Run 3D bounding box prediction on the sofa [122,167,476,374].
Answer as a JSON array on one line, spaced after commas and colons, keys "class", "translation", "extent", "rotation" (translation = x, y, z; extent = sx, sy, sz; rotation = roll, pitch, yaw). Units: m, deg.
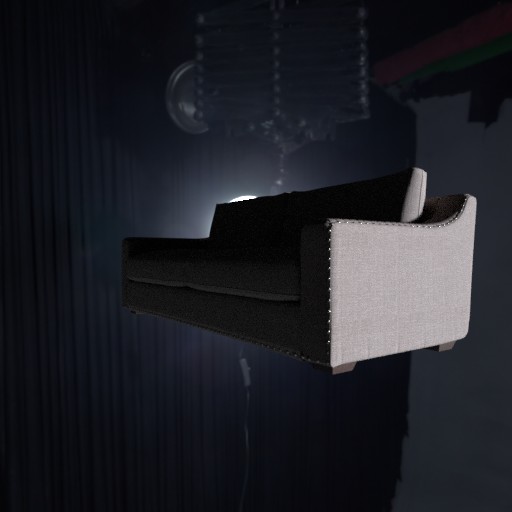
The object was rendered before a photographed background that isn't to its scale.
[{"class": "sofa", "translation": [0.000, 0.000, 2.702], "extent": [1.000, 0.857, 2.208], "rotation": [0, 0, -35]}]
